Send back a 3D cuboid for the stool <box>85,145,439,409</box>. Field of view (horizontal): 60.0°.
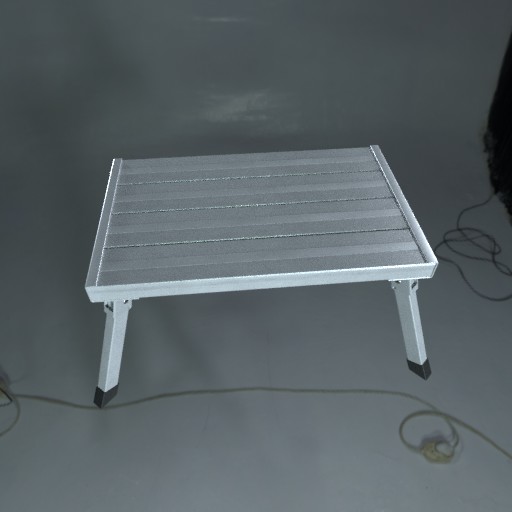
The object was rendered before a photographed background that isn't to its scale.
[{"bbox_3d":[0.000,0.000,0.742,0.535,0.225,0.385,-4,46,-4],"label":"stool"}]
